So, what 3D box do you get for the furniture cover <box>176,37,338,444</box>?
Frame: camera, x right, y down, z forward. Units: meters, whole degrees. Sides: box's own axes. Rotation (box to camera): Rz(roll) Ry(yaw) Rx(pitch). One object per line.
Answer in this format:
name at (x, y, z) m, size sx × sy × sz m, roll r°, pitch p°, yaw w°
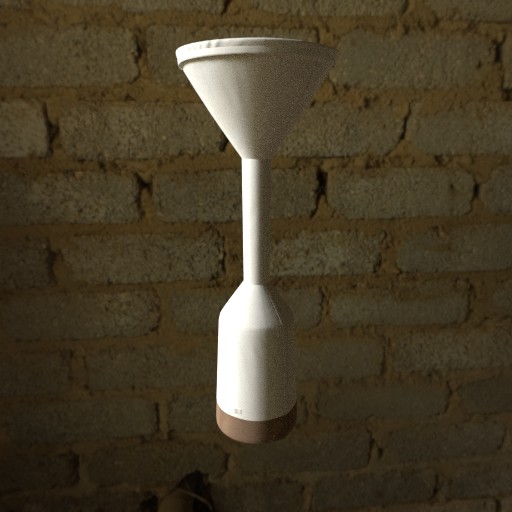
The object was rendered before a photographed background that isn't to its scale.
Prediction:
furniture cover at (0.000, 0.000, 2.864) m, size 0.914 × 2.413 × 0.914 m, roll -15°, pitch 22°, yaw -42°
